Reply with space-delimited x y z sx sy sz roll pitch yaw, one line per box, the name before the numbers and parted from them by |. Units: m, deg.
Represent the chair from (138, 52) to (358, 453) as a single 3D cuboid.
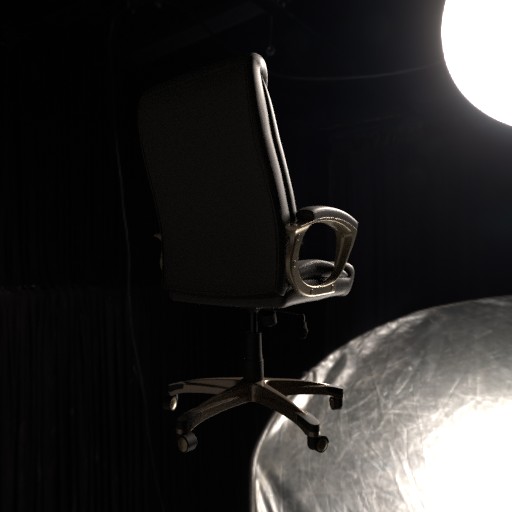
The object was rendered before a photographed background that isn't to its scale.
chair | 0.000 0.000 1.633 0.694 1.188 0.748 -1 -1 37
